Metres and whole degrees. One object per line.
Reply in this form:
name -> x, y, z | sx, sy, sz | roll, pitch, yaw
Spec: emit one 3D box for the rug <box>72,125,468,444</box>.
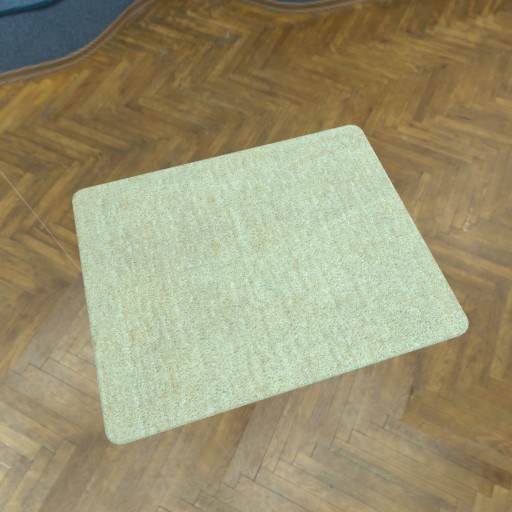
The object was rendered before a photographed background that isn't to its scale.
rug -> 0.000, 0.000, 3.334 | 2.528, 0.048, 2.009 | -15, 63, -8
